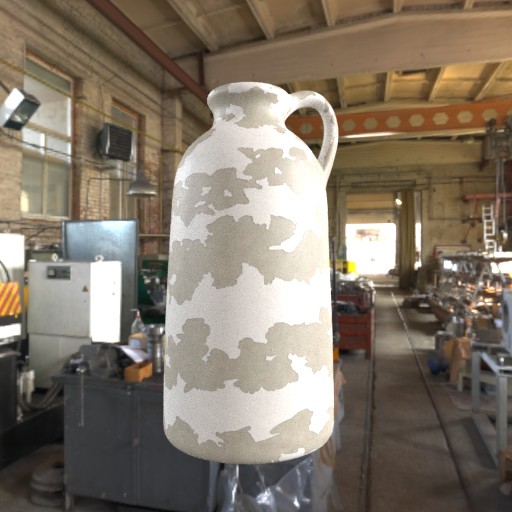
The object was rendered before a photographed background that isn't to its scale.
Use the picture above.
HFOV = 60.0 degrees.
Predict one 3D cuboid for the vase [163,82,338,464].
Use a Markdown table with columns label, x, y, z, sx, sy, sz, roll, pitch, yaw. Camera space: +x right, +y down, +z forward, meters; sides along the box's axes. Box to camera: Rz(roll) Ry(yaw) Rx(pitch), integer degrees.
| label | x | y | z | sx | sy | sz | roll | pitch | yaw |
| --- | --- | --- | --- | --- | --- | --- | --- | --- | --- |
| vase | 0.000 | 0.000 | 0.495 | 0.203 | 0.382 | 0.186 | 0 | 0 | -18 |
